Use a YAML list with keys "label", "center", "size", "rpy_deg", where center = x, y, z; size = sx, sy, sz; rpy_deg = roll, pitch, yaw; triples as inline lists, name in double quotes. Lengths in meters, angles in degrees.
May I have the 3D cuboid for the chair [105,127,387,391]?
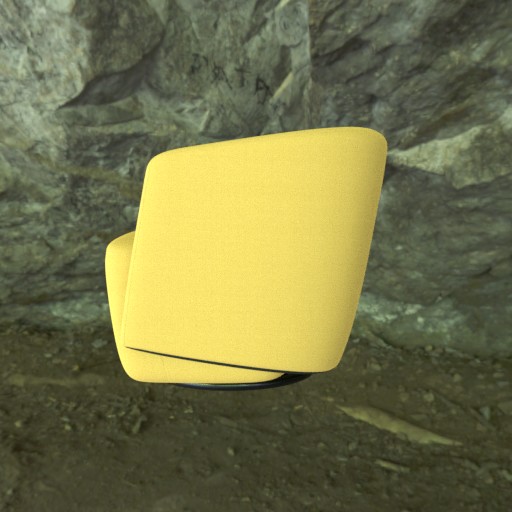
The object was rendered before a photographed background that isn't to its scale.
- label: "chair"
  center: [0.000, 0.000, 1.383]
  size: [0.767, 0.698, 0.773]
  rpy_deg: [0, -1, 0]
